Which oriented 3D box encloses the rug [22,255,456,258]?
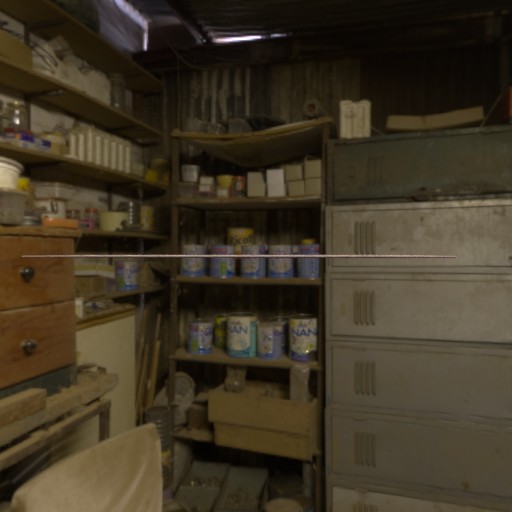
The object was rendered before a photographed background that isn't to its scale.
[{"bbox_3d":[0.000,0.000,4.268,3.294,0.018,2.382,0,0,18],"label":"rug"}]
